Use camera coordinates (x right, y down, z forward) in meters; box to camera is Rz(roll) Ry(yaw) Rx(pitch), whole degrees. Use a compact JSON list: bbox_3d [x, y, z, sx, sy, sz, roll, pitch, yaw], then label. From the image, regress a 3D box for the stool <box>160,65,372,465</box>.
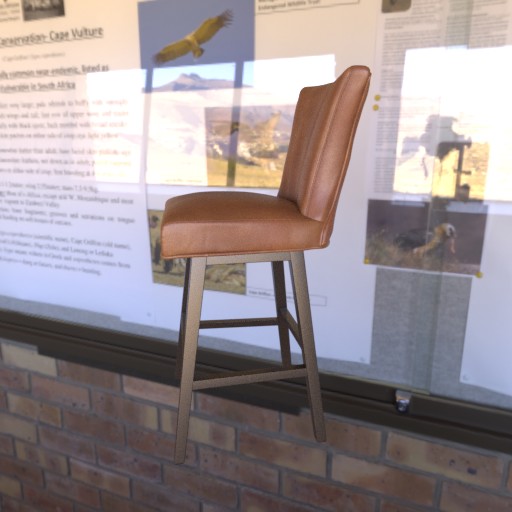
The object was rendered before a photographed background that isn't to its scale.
[{"bbox_3d":[0.000,0.000,1.440,0.585,1.094,0.522,-2,14,-9],"label":"stool"}]
